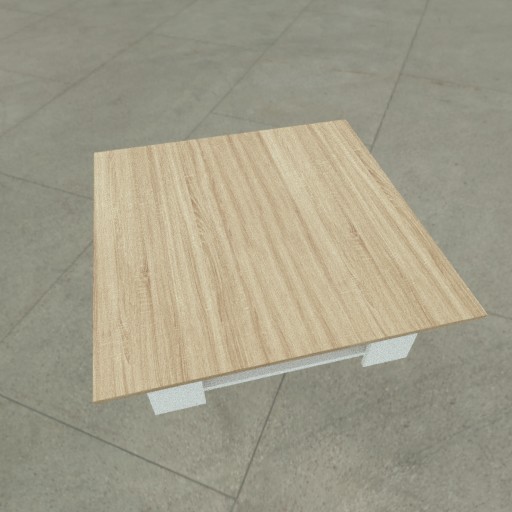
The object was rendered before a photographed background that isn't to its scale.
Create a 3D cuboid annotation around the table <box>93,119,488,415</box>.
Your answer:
[{"bbox_3d":[0.000,0.000,1.362,0.890,0.305,0.890,-10,48,-9],"label":"table"}]
